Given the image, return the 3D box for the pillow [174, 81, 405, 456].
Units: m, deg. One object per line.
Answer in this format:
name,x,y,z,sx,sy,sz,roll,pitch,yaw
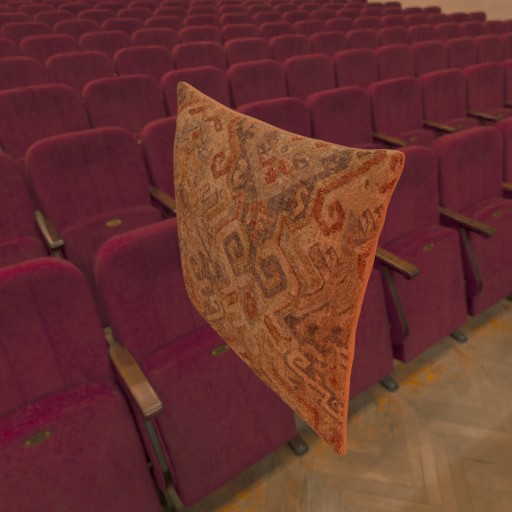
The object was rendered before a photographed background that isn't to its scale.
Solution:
pillow,0.000,0.000,0.772,0.166,0.506,0.523,-20,37,-29
